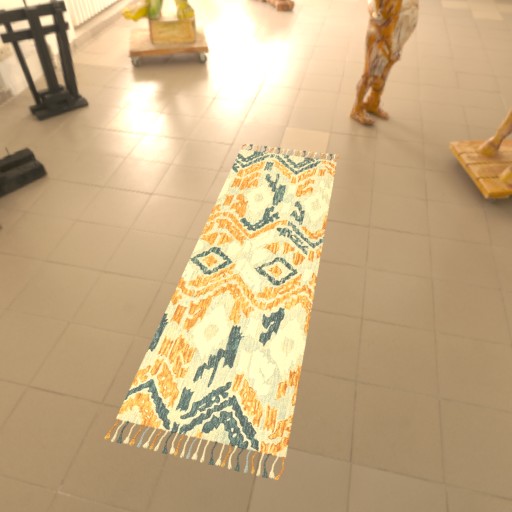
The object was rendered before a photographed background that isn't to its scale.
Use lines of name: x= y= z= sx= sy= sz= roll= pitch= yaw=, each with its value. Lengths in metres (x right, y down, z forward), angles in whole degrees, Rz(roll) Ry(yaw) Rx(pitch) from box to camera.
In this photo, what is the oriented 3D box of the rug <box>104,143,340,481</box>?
rug: x=0.000 y=0.000 z=2.662 sx=0.783 sy=0.010 sz=2.437 roll=9 pitch=46 yaw=9
